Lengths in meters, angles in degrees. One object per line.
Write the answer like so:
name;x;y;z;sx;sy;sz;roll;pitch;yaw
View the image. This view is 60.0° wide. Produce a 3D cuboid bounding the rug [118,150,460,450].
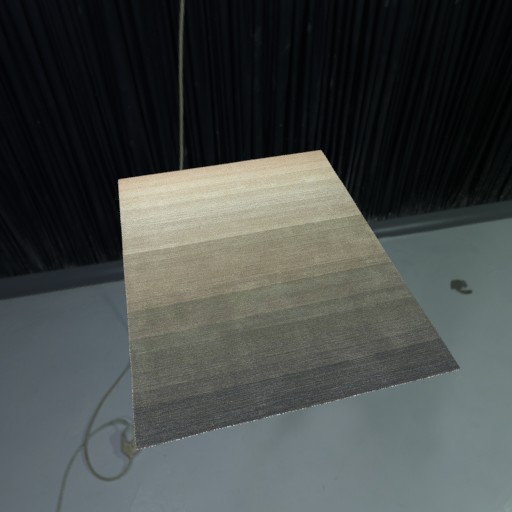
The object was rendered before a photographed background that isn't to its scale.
rug;0.000;0.000;3.985;2.315;0.015;2.932;-10;47;-10
